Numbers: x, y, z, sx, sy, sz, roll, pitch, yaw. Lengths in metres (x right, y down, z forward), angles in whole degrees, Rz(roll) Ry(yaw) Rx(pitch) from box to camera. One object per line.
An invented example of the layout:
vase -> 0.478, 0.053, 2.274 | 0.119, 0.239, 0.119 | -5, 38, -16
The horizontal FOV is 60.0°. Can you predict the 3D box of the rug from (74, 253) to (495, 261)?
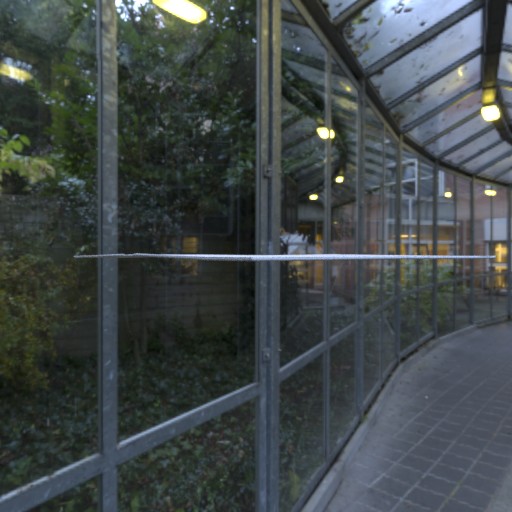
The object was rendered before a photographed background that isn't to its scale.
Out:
rug -> 0.000, 0.000, 4.168 | 2.467, 0.046, 3.245 | 0, 0, -36
